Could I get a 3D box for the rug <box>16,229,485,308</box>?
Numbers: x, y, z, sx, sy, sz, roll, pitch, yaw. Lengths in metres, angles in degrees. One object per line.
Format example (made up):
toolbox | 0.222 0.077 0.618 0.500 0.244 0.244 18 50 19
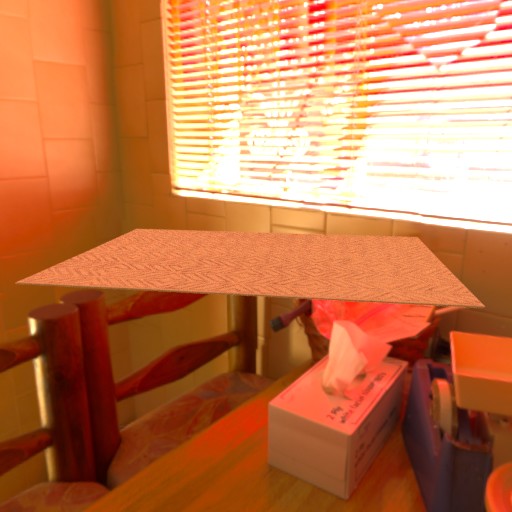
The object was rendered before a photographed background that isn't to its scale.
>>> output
rug | 0.000 0.000 2.283 1.828 0.007 1.220 2 14 9
